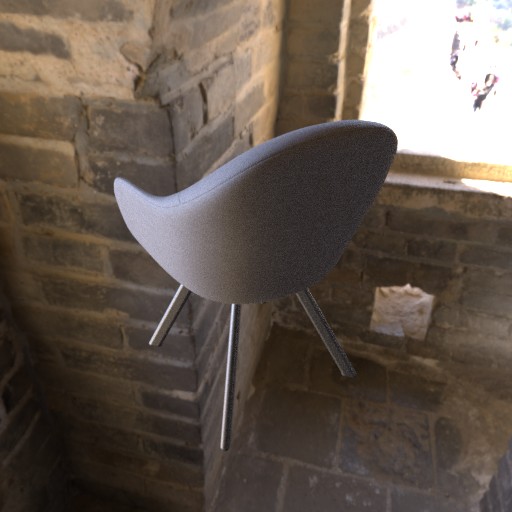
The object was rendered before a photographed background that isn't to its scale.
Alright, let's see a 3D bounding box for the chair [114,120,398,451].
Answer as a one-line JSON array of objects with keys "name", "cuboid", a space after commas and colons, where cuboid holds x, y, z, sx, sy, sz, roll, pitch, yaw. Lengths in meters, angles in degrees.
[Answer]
[{"name": "chair", "cuboid": [0.000, 0.000, 1.149, 0.540, 0.780, 0.570, -19, 35, -29]}]
